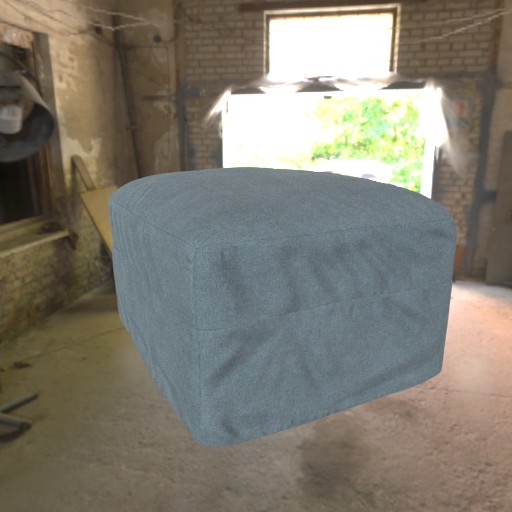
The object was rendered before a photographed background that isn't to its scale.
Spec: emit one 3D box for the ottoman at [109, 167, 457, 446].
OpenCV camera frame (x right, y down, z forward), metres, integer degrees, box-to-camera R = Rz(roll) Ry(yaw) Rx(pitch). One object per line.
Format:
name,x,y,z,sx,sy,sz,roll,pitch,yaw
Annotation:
ottoman,0.000,0.000,1.236,0.683,0.481,0.837,-8,17,-26
